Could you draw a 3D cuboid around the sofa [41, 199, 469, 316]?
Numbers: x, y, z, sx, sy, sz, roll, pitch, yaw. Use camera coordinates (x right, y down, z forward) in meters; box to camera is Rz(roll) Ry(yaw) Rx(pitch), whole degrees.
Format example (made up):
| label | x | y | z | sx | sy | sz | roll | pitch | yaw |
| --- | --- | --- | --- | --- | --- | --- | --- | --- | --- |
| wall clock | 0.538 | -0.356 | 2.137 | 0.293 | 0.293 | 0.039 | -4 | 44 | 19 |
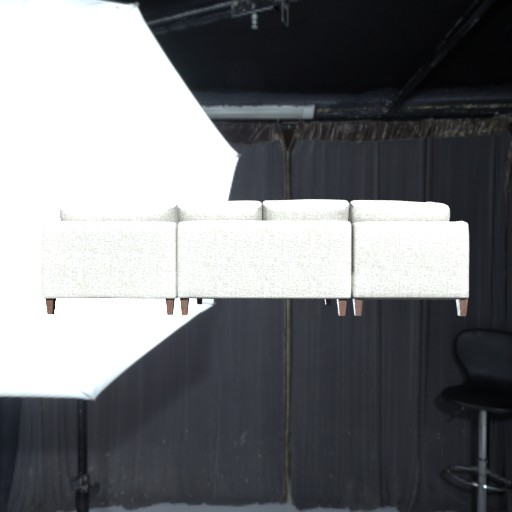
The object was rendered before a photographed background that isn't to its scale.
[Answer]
| label | x | y | z | sx | sy | sz | roll | pitch | yaw |
| --- | --- | --- | --- | --- | --- | --- | --- | --- | --- |
| sofa | 0.000 | 0.000 | 4.792 | 3.460 | 0.959 | 2.593 | 0 | 0 | 1 |
